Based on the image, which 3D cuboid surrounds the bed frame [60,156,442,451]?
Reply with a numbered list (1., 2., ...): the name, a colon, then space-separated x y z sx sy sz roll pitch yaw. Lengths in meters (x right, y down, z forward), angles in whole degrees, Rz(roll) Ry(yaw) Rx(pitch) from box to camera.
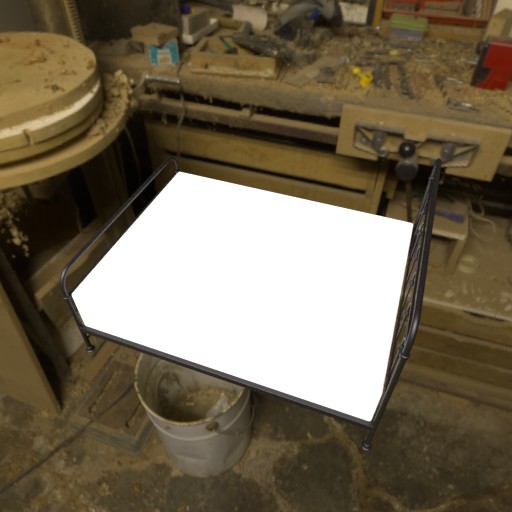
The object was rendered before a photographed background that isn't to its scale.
1. bed frame: 0.000 0.000 3.248 2.203 1.276 1.664 15 46 14
